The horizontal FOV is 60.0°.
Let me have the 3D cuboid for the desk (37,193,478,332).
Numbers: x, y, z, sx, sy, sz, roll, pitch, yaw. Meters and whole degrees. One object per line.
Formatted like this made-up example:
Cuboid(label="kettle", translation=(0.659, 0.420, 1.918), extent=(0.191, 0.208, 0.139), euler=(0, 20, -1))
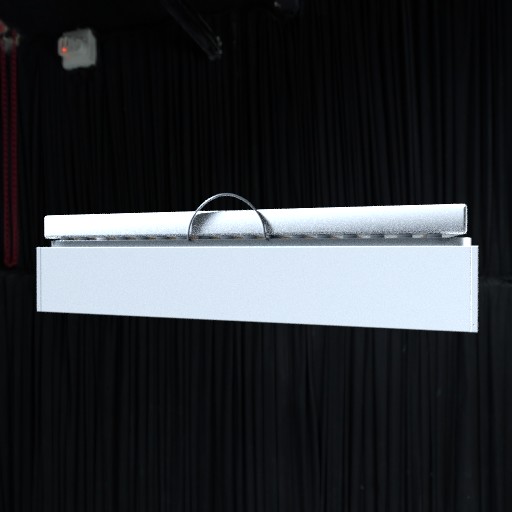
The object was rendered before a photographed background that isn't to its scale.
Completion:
Cuboid(label="desk", translation=(0.000, 0.000, 2.256), extent=(1.900, 0.526, 0.900), euler=(0, 1, 17))
